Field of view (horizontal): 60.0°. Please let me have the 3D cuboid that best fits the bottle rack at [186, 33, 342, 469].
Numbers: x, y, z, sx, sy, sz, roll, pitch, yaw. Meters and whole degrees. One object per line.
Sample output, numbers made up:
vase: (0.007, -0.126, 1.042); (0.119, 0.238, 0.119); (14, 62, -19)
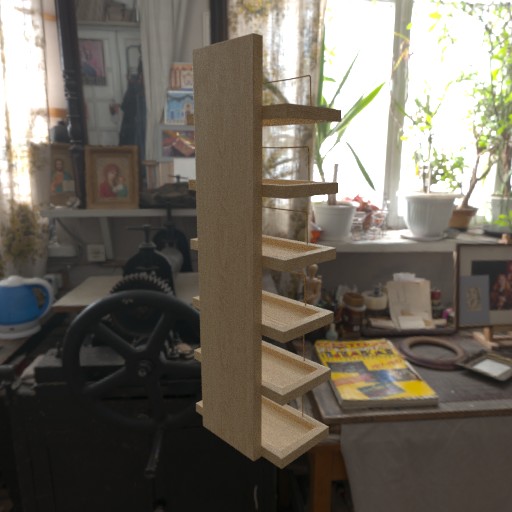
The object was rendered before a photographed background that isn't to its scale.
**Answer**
bottle rack: (0.000, 0.000, 1.095); (0.206, 0.943, 0.330); (-12, 18, -43)
